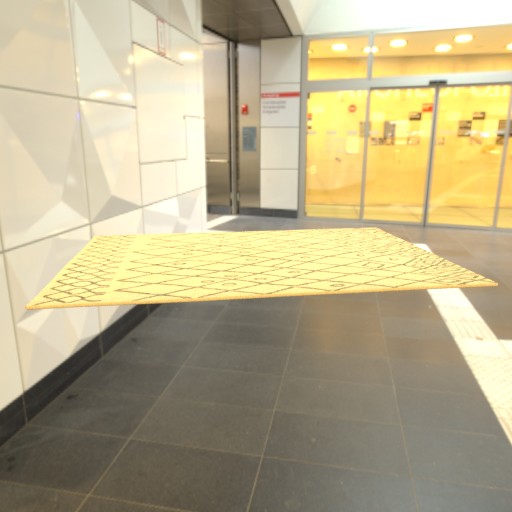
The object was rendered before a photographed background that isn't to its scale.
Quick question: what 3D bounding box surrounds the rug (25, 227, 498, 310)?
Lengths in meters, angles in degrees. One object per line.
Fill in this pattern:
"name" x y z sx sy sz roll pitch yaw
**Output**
"rug" 0.000 0.000 2.270 1.828 0.015 1.222 -2 15 -8
